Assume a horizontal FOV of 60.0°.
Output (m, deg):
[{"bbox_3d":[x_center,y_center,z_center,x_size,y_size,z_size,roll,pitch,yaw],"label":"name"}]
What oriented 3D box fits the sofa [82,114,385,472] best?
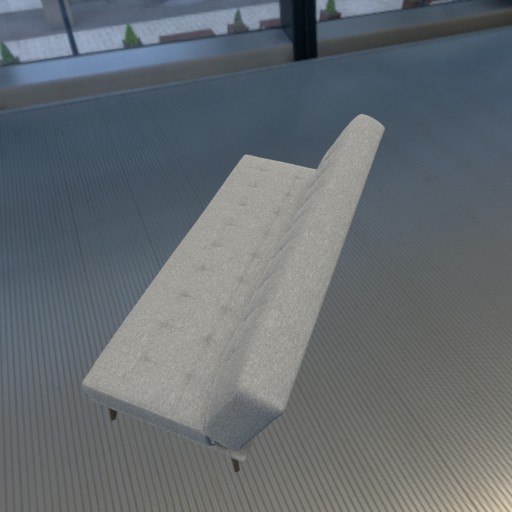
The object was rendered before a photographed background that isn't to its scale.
[{"bbox_3d":[0.000,0.000,2.243,0.860,0.810,1.800,16,48,14],"label":"sofa"}]
